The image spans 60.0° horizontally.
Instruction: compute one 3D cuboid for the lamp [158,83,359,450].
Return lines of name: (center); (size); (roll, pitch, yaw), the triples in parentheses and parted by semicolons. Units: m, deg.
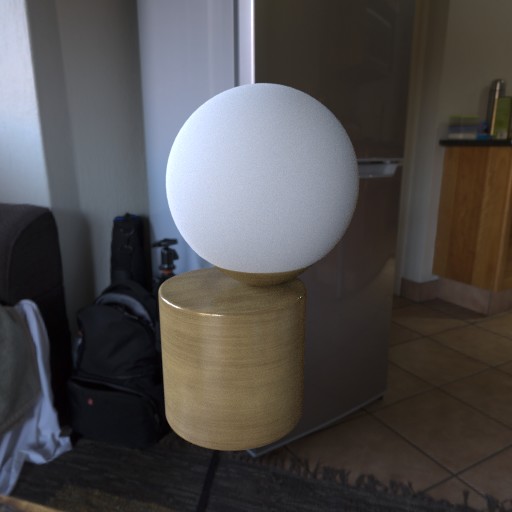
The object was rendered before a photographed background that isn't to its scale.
lamp: (0.000, 0.000, 0.343); (0.152, 0.250, 0.141); (-7, 17, -26)
